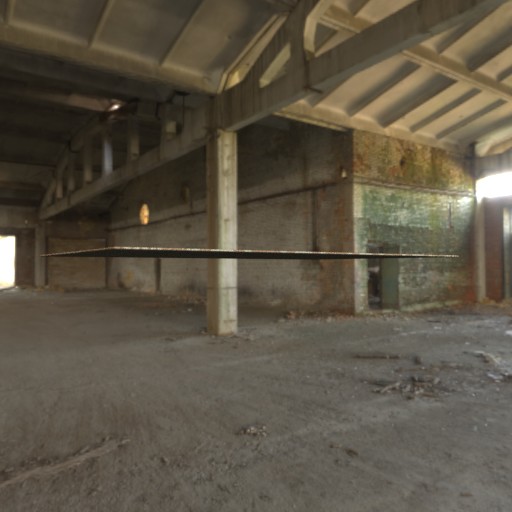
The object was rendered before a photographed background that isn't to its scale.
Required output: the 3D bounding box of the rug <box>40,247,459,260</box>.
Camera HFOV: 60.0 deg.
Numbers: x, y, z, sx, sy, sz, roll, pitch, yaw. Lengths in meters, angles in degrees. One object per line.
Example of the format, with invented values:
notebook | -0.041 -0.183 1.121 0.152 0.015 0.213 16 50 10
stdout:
rug | 0.000 0.000 3.033 2.435 0.011 1.526 1 -2 -36
